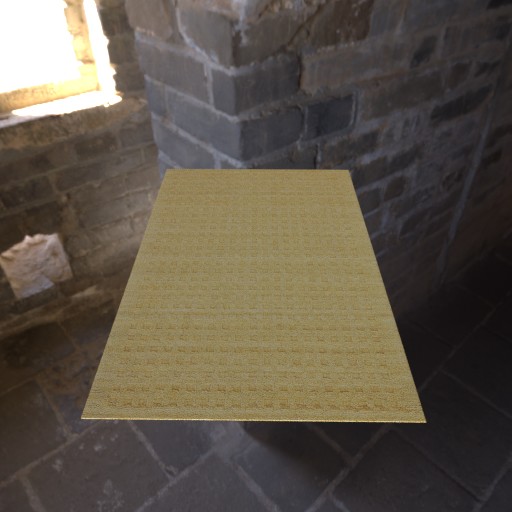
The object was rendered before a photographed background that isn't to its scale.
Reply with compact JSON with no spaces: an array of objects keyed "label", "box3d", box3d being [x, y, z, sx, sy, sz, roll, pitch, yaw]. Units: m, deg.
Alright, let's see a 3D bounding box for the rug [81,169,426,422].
[{"label":"rug","box3d":[0.000,0.000,2.841,1.524,0.006,2.286,0,39,1]}]
